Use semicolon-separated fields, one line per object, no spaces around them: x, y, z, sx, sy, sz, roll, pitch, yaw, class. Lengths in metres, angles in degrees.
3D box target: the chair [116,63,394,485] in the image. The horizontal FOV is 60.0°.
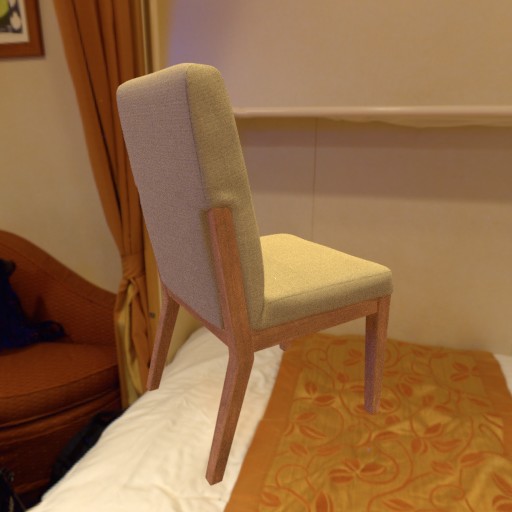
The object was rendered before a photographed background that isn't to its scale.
0.000;0.000;1.225;0.586;0.911;0.507;-9;18;-30;chair
